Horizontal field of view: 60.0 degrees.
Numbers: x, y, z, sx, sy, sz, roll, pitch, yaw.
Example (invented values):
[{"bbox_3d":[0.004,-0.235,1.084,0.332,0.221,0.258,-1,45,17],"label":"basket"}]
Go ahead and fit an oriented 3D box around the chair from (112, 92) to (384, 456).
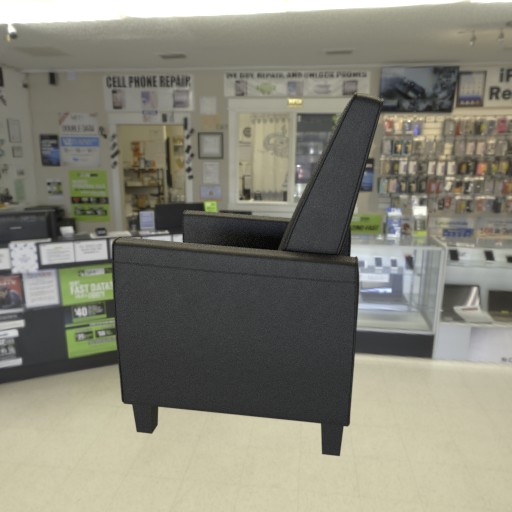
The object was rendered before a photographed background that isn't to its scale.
[{"bbox_3d":[0.000,0.000,1.526,0.746,1.013,0.705,2,14,10],"label":"chair"}]
